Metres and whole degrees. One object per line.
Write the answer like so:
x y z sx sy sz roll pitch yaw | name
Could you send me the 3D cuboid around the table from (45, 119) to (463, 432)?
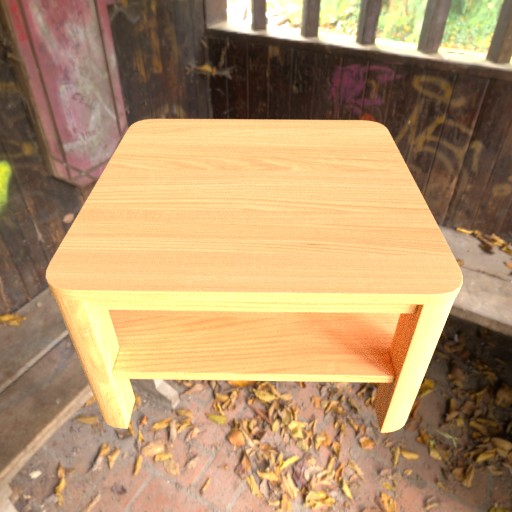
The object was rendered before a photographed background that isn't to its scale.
0.000 0.000 1.186 0.750 0.450 0.750 1 39 1 | table
